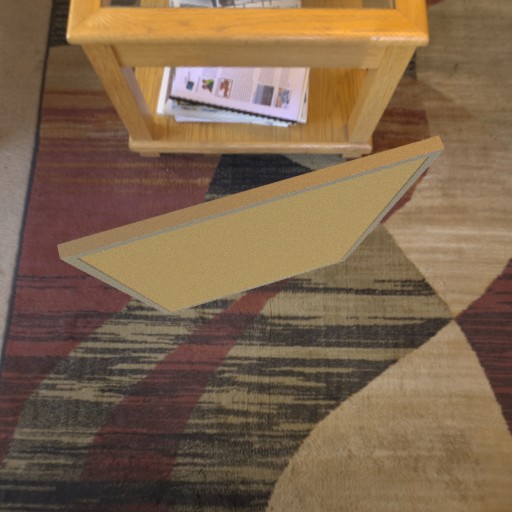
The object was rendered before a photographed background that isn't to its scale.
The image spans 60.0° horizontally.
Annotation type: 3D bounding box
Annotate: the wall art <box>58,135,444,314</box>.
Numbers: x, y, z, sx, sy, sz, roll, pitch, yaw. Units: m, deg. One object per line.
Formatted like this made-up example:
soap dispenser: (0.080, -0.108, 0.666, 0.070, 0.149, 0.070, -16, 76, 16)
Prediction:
wall art: (0.000, 0.000, 1.382, 0.789, 1.042, 0.034, -17, 77, -4)
